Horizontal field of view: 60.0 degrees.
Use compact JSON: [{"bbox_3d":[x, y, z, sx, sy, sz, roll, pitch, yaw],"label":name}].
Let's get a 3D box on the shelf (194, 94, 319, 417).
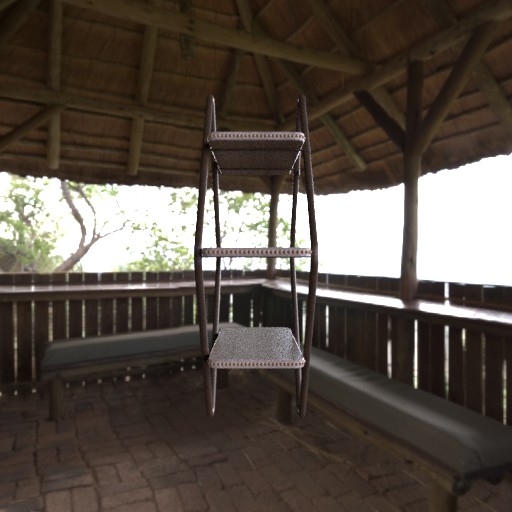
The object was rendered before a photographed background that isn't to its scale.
[{"bbox_3d":[0.000,0.000,1.079,0.234,0.774,0.609,0,0,0],"label":"shelf"}]
